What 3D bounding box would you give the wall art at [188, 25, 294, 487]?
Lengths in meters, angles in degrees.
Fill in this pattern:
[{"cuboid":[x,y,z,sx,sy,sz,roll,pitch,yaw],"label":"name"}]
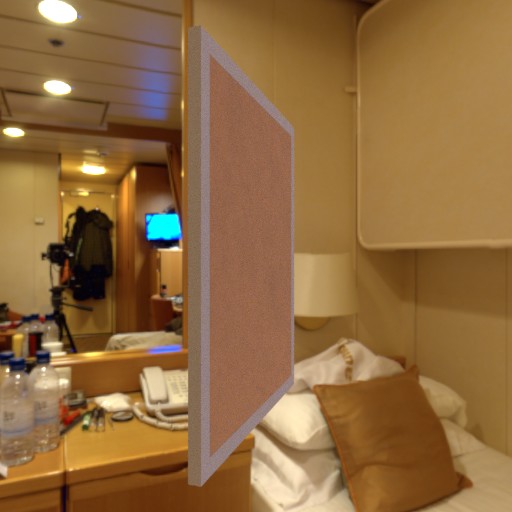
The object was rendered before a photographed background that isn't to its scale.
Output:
[{"cuboid":[0.000,0.000,1.096,0.026,0.811,0.661,0,0,19],"label":"wall art"}]
